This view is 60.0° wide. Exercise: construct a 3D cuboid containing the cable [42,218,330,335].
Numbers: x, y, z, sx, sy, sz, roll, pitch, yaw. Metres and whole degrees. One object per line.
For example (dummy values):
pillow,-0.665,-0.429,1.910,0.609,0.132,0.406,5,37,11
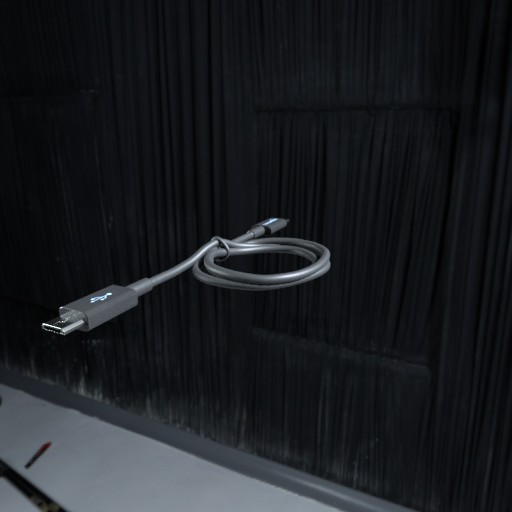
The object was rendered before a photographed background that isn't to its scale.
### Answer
cable,0.000,0.000,0.217,0.070,0.014,0.192,8,19,25
